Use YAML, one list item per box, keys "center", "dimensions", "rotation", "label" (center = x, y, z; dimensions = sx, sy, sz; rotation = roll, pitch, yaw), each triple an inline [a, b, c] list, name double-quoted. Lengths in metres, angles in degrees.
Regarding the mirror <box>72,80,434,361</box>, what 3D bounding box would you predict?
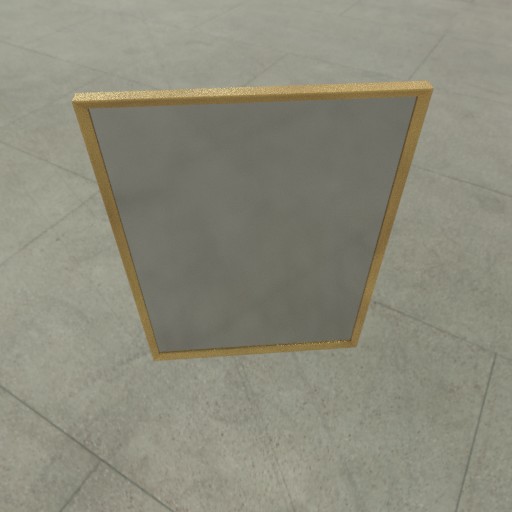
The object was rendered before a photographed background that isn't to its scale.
- center: [0.000, 0.000, 1.308]
  dimensions: [0.762, 1.016, 0.041]
  rotation: [-3, 46, -3]
  label: "mirror"
